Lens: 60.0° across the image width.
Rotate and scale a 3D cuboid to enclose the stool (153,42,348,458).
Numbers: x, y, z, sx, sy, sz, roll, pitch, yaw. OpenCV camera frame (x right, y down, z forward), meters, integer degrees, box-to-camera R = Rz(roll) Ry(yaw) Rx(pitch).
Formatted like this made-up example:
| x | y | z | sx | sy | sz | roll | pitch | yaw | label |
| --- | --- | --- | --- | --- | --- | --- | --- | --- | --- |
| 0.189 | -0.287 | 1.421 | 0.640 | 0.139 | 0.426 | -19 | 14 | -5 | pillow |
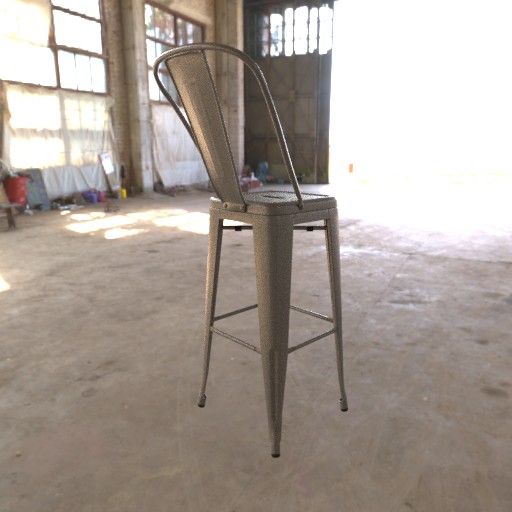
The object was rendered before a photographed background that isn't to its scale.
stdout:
| x | y | z | sx | sy | sz | roll | pitch | yaw | label |
| --- | --- | --- | --- | --- | --- | --- | --- | --- | --- |
| 0.000 | 0.000 | 1.335 | 0.513 | 1.096 | 0.399 | -12 | 18 | -42 | stool |
